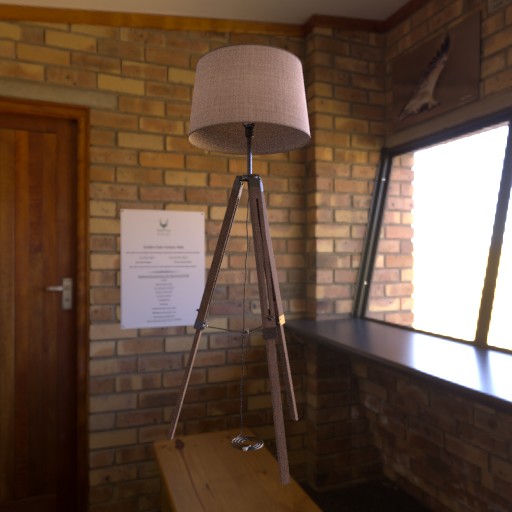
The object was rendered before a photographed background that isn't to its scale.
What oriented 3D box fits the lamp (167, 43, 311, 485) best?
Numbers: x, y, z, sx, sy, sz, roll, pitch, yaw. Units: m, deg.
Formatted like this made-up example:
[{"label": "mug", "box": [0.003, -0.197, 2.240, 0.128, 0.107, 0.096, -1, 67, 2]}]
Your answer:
[{"label": "lamp", "box": [0.000, 0.000, 1.824, 0.604, 1.510, 0.587, 0, 0, 37]}]
